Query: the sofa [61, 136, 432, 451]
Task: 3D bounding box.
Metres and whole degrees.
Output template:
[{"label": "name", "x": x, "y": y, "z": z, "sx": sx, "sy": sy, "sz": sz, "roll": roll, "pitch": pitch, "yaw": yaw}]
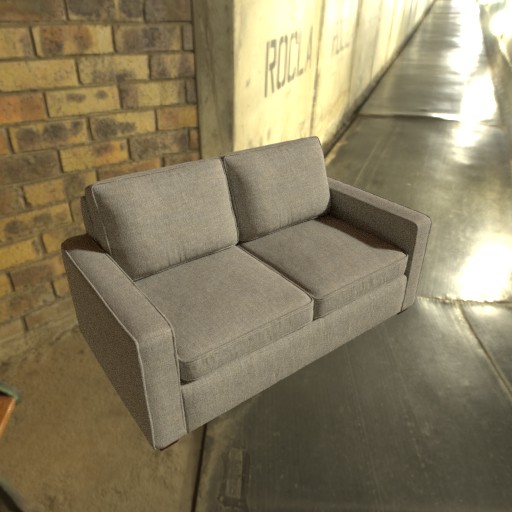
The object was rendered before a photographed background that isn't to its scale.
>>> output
[{"label": "sofa", "x": 0.000, "y": 0.000, "z": 2.303, "sx": 1.706, "sy": 0.915, "sz": 0.945, "roll": -20, "pitch": 36, "yaw": -31}]
